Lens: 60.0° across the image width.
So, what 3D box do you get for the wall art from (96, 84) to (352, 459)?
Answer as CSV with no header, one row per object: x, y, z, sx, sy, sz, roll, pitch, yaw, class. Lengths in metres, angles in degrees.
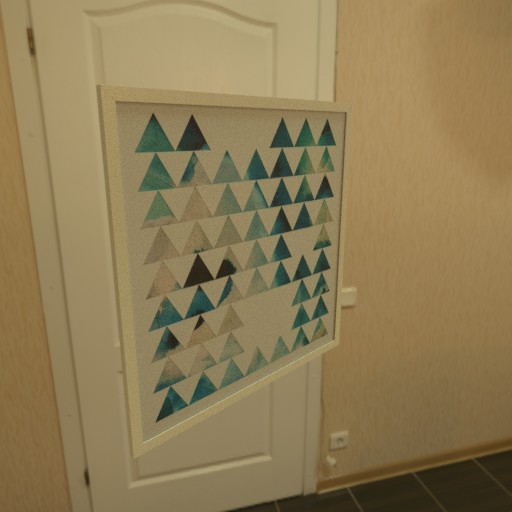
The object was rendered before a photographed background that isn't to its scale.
0.000,0.000,0.821,0.557,0.557,0.012,-15,22,-43,wall art
